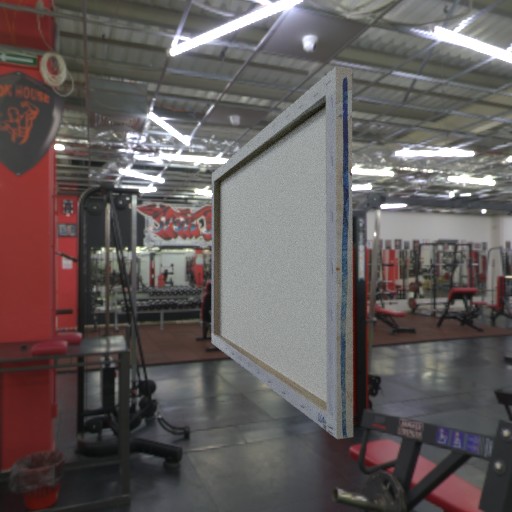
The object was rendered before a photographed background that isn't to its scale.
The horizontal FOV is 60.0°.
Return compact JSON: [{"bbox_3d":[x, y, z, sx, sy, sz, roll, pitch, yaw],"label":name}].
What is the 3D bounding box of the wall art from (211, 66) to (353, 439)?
[{"bbox_3d":[0.000,0.000,1.446,0.038,0.757,1.143,0,-1,-18],"label":"wall art"}]
